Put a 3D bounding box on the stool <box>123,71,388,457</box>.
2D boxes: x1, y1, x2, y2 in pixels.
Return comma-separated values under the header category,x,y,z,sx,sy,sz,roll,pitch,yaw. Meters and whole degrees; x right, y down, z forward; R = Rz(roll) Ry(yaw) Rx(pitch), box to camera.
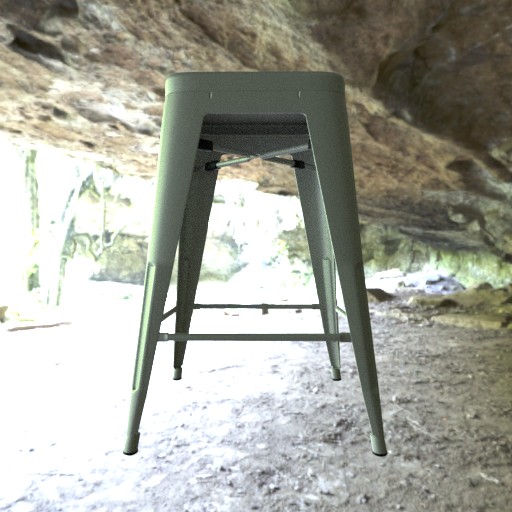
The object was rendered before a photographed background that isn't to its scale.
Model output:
category,x,y,z,sx,sy,sz,roll,pitch,yaw
stool,0.000,0.000,0.876,0.410,0.608,0.410,0,1,1
